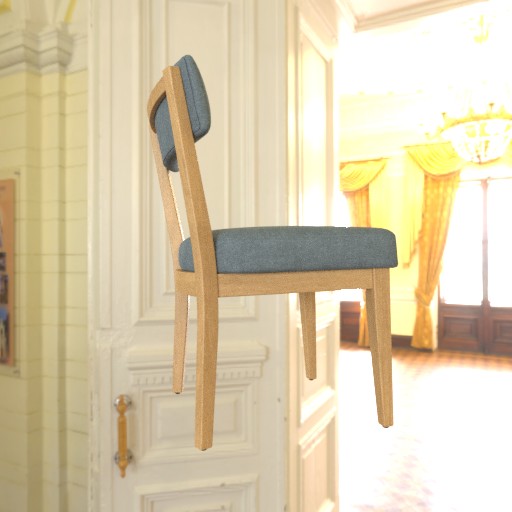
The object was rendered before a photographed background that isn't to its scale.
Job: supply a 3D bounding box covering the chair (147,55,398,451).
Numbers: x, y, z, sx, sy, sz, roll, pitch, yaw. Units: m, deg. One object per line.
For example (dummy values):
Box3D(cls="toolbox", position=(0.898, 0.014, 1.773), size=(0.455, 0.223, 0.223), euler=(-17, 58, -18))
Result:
Box3D(cls="chair", position=(0.000, 0.000, 1.200), size=(0.572, 0.832, 0.508), euler=(0, 0, -18))
